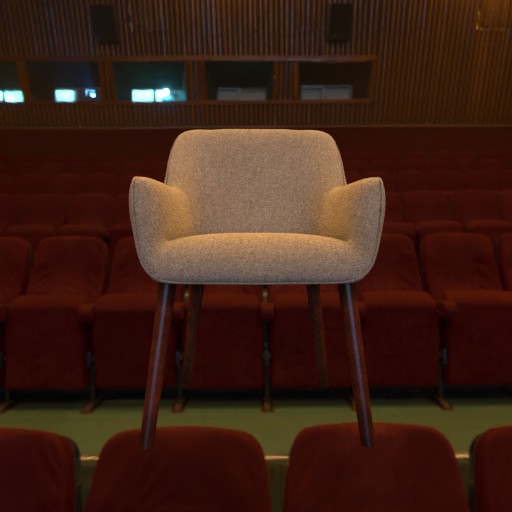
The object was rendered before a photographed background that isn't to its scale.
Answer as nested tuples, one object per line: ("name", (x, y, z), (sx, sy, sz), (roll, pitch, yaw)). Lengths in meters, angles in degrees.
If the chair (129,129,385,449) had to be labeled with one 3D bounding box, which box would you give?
("chair", (0.000, 0.000, 1.169), (0.543, 0.803, 0.519), (0, -1, -1))
